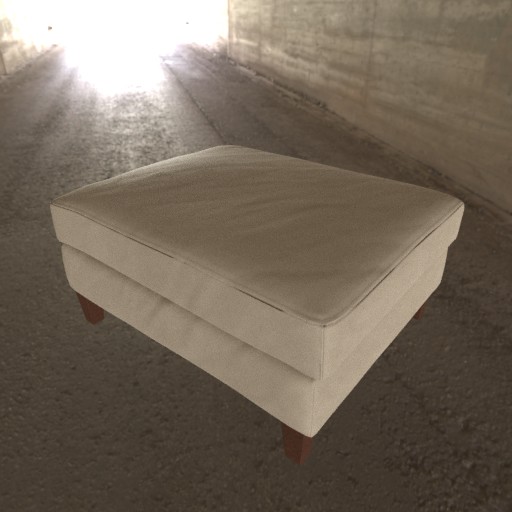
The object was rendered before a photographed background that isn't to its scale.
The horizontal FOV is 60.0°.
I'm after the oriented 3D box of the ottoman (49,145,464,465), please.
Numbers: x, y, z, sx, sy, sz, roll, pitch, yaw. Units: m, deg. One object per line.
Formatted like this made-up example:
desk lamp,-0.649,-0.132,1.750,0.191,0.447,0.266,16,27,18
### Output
ottoman,0.000,0.000,1.433,1.002,0.492,0.836,22,36,33
